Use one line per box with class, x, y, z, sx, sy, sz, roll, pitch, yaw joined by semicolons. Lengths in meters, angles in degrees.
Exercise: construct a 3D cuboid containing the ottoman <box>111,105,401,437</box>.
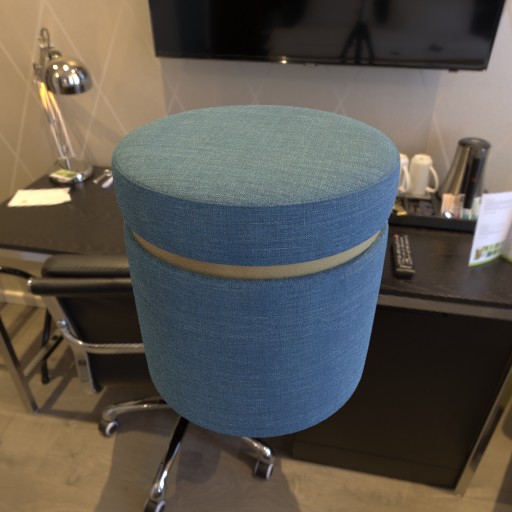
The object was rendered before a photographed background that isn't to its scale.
ottoman;0.000;0.000;0.721;0.398;0.406;0.398;0;33;0
